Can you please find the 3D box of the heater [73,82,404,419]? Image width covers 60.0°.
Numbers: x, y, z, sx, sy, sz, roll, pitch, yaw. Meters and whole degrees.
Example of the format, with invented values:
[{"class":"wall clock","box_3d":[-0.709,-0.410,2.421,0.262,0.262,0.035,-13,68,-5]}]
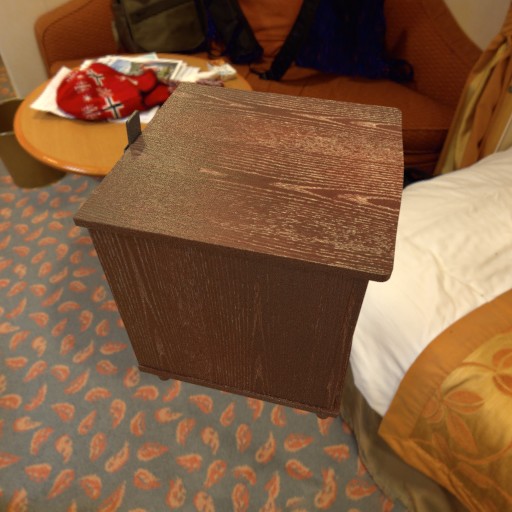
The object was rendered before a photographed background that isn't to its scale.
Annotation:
[{"class":"heater","box_3d":[0.000,0.000,0.765,0.400,0.481,0.362,10,48,10]}]
